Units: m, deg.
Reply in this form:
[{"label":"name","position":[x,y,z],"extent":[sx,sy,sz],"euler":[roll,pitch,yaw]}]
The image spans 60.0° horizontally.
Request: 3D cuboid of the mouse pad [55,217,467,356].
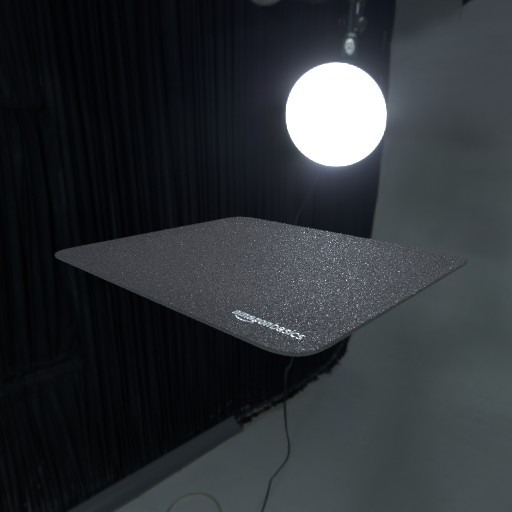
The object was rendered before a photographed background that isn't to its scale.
[{"label":"mouse pad","position":[0.000,0.000,0.428],"extent":[0.315,0.002,0.269],"euler":[14,21,41]}]
